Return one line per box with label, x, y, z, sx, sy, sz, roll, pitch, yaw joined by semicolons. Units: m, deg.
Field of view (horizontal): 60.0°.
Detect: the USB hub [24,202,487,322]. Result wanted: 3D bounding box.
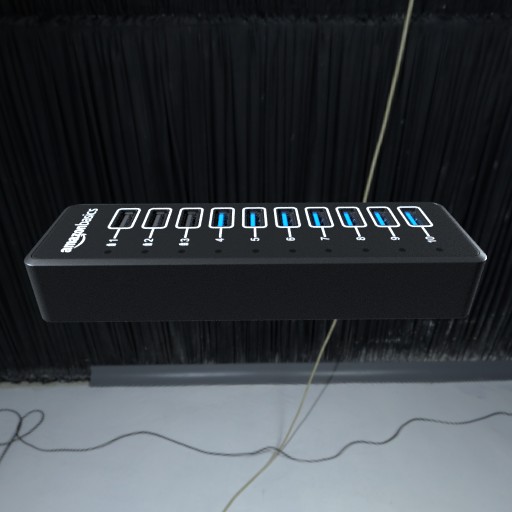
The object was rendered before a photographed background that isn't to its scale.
USB hub;0.000;0.000;0.160;0.145;0.023;0.044;0;31;-1
